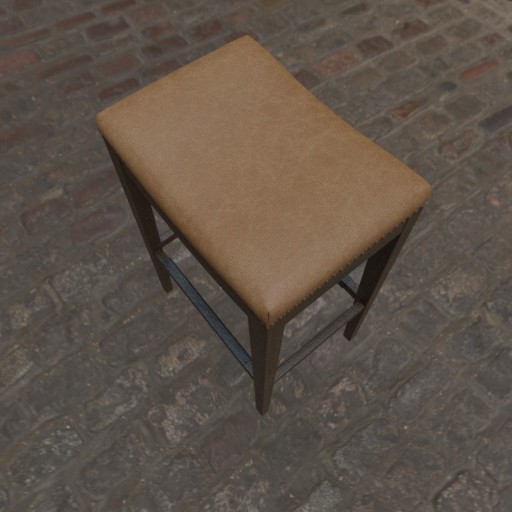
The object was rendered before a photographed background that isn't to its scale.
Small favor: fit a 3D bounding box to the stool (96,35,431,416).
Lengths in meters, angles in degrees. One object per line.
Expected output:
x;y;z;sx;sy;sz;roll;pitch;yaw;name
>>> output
0.000;0.000;1.038;0.361;0.759;0.500;-36;68;-17;stool
